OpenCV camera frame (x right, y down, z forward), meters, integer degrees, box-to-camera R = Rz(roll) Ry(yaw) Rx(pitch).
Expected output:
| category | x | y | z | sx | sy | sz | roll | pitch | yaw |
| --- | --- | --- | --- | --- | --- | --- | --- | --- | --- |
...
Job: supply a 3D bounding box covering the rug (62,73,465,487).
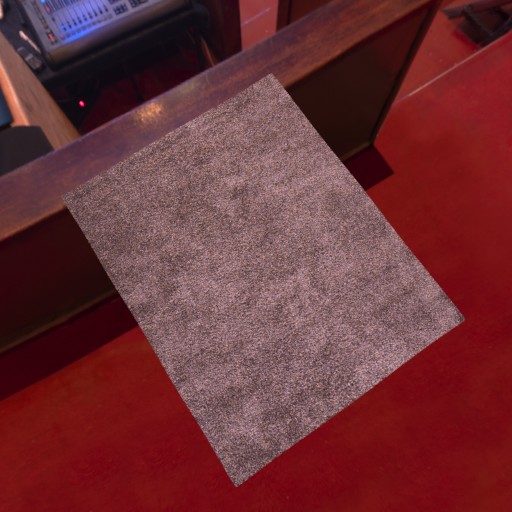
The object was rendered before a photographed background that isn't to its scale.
| category | x | y | z | sx | sy | sz | roll | pitch | yaw |
| --- | --- | --- | --- | --- | --- | --- | --- | --- | --- |
| rug | 0.000 | 0.000 | 4.024 | 2.401 | 0.025 | 3.000 | -33 | 78 | -8 |
